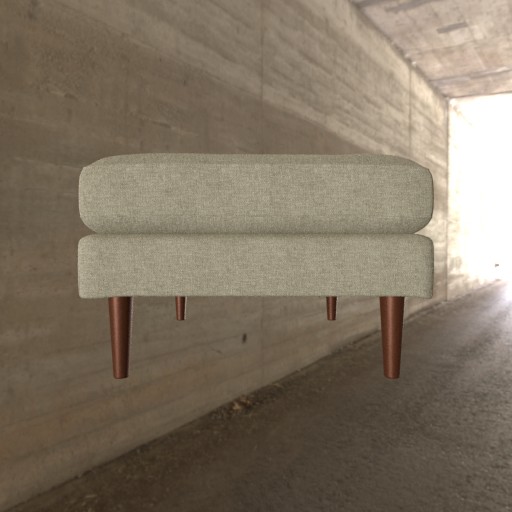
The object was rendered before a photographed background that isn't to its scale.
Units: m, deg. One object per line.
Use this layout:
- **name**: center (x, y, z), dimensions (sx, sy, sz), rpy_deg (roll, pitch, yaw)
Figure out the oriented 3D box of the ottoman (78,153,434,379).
- **ottoman**: center (0.000, 0.000, 1.246), dimensions (0.693, 0.474, 0.821), rpy_deg (0, 1, 0)
